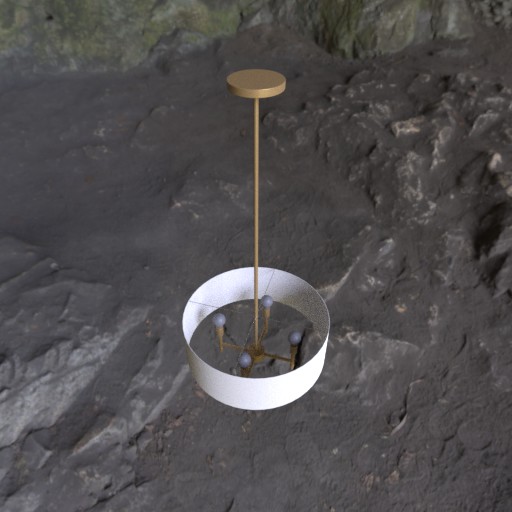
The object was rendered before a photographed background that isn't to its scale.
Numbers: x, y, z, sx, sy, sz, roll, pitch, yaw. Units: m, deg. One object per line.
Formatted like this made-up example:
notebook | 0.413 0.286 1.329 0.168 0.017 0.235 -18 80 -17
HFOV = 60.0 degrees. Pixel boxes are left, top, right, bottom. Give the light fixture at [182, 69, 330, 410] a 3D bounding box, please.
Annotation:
light fixture | 0.000 0.000 1.361 0.508 1.067 0.508 0 41 0
